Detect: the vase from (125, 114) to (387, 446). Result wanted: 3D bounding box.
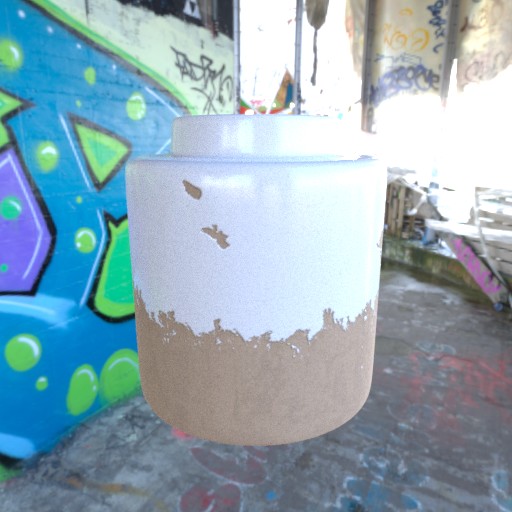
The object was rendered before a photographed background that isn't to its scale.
[{"bbox_3d":[0.000,0.000,0.282,0.153,0.167,0.153,0,15,0],"label":"vase"}]
